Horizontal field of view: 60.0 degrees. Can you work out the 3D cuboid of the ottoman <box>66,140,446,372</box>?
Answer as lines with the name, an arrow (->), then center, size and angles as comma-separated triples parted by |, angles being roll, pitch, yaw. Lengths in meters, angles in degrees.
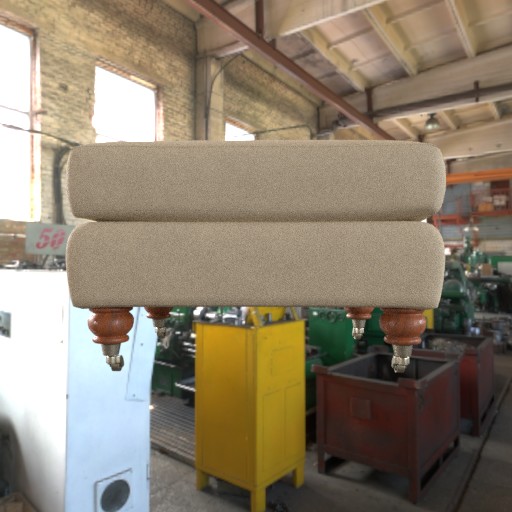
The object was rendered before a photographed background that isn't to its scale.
ottoman -> 0.000, 0.000, 1.134 | 0.773, 0.504, 0.569 | 0, -1, 1
